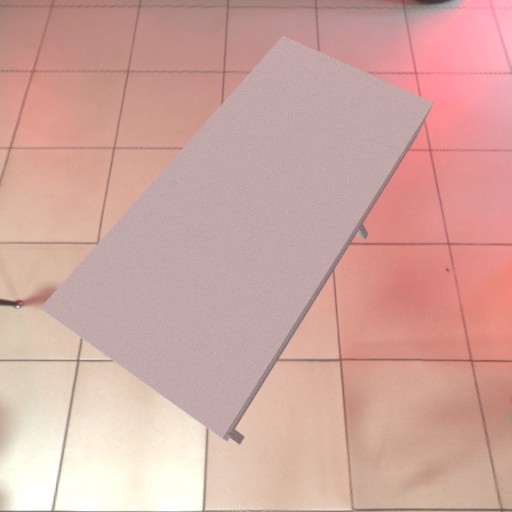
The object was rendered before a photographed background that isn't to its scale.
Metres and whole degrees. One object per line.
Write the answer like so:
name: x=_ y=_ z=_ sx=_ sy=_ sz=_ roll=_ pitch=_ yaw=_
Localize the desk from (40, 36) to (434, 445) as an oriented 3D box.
desk: x=0.000 y=0.000 z=1.491 sx=0.525 sy=0.780 sz=1.057 roll=30 pitch=69 yaw=13
